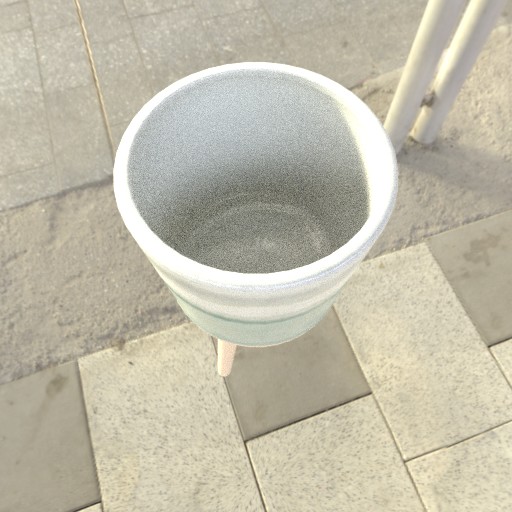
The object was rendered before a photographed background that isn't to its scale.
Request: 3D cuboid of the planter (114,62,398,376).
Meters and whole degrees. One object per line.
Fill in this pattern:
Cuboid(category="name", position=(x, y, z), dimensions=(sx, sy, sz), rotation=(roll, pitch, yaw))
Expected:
Cuboid(category="planter", position=(0.000, 0.000, 0.592), dimensions=(0.265, 0.404, 0.265), rotation=(-19, 65, -10))
